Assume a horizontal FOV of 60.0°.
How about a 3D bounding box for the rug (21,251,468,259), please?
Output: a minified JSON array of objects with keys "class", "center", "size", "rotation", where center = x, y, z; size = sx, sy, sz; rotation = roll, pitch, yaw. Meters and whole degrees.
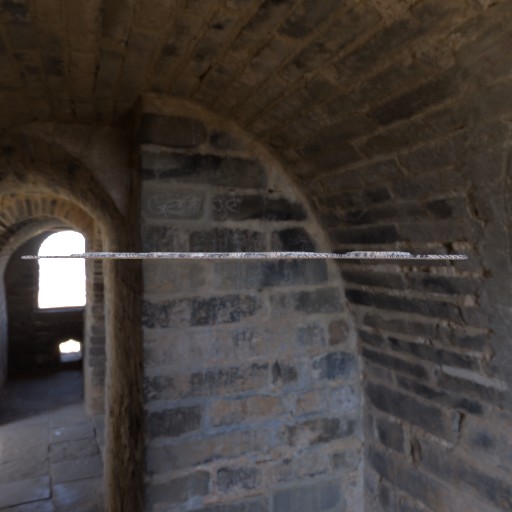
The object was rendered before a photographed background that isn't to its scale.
[{"class":"rug","center":[0.000,0.000,2.276],"size":[1.823,0.030,1.222],"rotation":[0,0,18]}]
